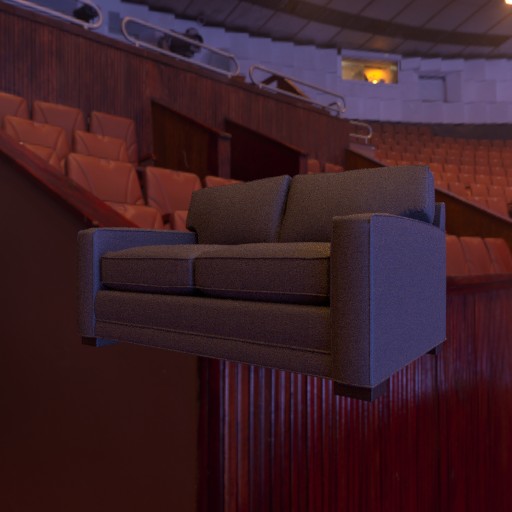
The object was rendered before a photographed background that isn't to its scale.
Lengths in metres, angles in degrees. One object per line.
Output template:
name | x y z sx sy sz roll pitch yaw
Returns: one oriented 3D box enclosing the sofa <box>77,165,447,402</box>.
sofa | 0.000 0.000 2.151 1.534 0.887 0.974 0 0 36
